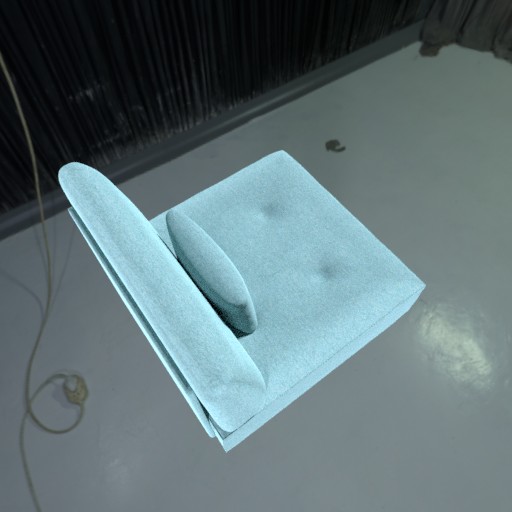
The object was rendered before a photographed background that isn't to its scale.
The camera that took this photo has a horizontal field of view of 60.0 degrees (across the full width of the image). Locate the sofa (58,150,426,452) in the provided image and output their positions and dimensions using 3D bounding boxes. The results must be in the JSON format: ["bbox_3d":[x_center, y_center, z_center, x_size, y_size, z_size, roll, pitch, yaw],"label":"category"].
[{"bbox_3d":[0.000,0.000,1.712,1.000,0.820,0.930,-32,64,-18],"label":"sofa"}]
